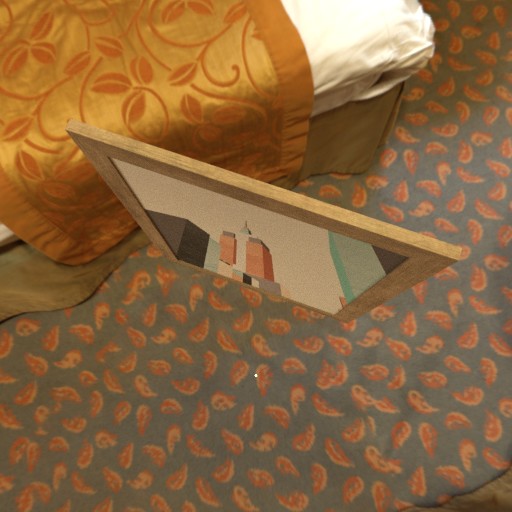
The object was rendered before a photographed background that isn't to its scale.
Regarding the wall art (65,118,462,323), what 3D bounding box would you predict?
[{"bbox_3d":[0.000,0.000,0.898,0.534,0.686,0.018,19,76,5],"label":"wall art"}]
